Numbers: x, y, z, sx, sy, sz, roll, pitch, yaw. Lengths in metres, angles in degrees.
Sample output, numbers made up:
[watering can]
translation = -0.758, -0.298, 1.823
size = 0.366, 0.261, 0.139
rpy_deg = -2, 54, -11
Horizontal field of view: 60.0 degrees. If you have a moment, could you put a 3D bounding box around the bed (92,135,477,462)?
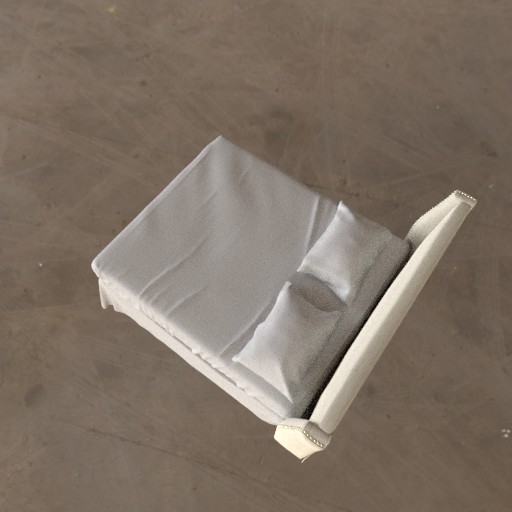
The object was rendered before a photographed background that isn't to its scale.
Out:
[bed]
translation = 0.000, 0.000, 3.455
size = 2.276, 1.332, 1.925
rpy_deg = 33, 68, 16
